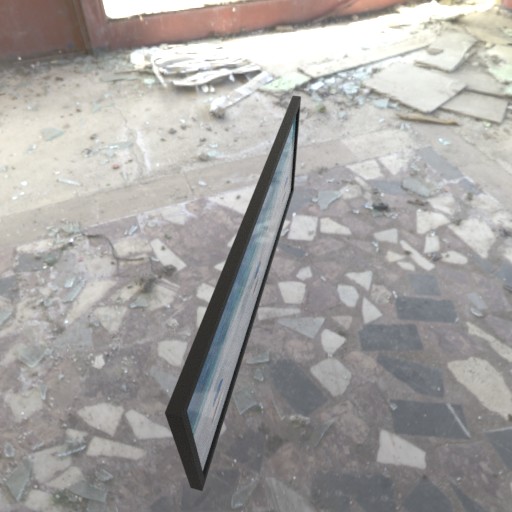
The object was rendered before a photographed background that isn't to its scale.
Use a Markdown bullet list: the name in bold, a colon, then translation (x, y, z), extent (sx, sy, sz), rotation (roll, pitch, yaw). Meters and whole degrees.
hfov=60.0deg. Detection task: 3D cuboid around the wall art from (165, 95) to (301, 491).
- **wall art**: translation (0.000, 0.000, 1.736), extent (0.041, 0.554, 1.572), rotation (10, 47, 10)
